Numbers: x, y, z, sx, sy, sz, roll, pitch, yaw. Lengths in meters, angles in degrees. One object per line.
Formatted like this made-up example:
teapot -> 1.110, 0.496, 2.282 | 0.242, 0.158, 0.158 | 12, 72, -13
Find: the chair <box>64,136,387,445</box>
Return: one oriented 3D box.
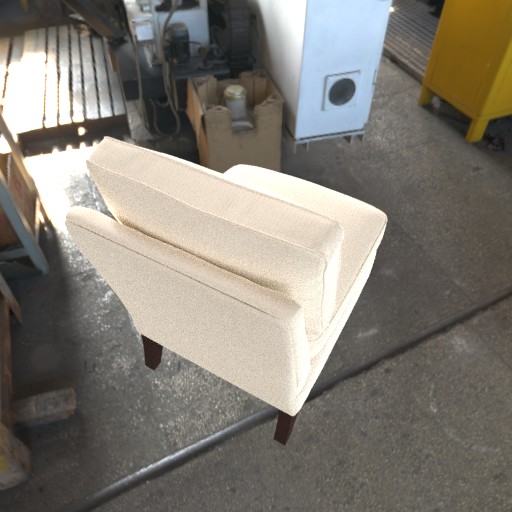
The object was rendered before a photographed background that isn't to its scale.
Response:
chair -> 0.000, 0.000, 1.379 | 0.630, 0.887, 0.781 | 23, 51, 20
